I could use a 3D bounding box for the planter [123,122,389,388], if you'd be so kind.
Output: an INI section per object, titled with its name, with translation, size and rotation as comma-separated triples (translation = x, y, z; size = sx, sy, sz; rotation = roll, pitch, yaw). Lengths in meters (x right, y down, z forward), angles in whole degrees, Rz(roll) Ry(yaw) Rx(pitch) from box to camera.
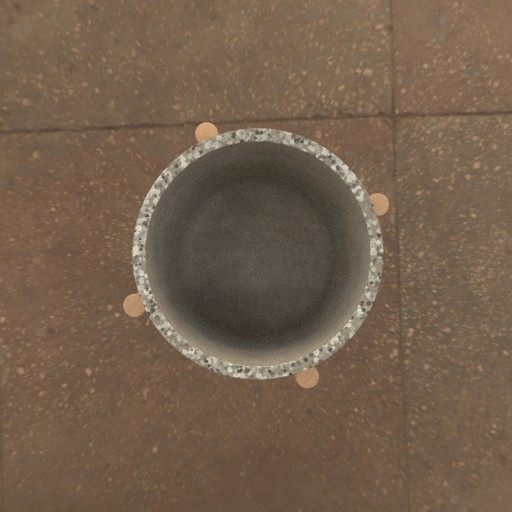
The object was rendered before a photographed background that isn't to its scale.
[planter]
translation = 0.000, 0.000, 0.551
size = 0.284, 0.320, 0.284
rotation = 0, 89, -1
